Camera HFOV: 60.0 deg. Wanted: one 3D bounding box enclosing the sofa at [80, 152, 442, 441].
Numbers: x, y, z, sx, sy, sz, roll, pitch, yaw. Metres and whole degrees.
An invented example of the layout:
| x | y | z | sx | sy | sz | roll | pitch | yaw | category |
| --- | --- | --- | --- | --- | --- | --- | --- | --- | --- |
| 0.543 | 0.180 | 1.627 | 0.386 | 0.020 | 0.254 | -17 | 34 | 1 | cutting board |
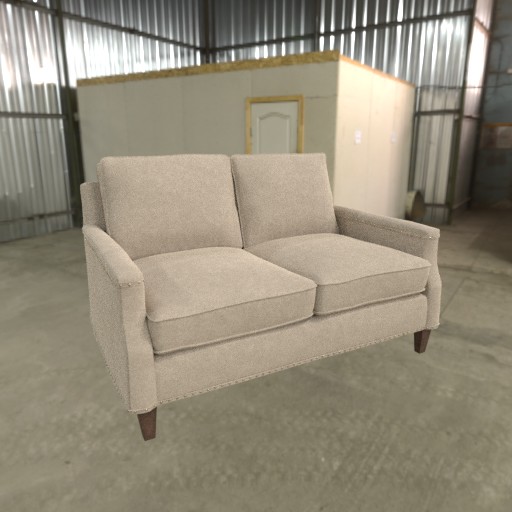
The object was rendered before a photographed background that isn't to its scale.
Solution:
| x | y | z | sx | sy | sz | roll | pitch | yaw | category |
| --- | --- | --- | --- | --- | --- | --- | --- | --- | --- |
| 0.000 | 0.000 | 2.274 | 1.597 | 1.002 | 1.084 | -8 | 18 | -27 | sofa |
